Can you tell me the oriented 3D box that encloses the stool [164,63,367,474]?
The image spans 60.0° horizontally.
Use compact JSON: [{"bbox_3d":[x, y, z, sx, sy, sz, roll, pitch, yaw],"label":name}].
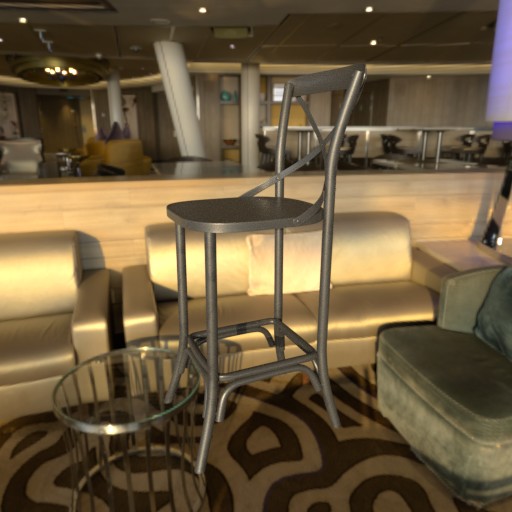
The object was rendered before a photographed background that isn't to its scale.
[{"bbox_3d":[0.000,0.000,1.451,0.584,1.168,0.457,-7,17,-24],"label":"stool"}]
